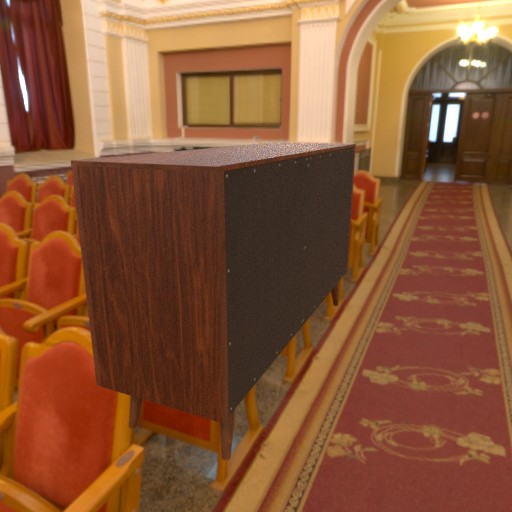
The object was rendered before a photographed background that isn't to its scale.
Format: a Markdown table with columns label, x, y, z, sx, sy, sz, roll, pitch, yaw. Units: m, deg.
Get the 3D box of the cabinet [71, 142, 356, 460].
| label | x | y | z | sx | sy | sz | roll | pitch | yaw |
| --- | --- | --- | --- | --- | --- | --- | --- | --- | --- |
| cabinet | 0.000 | 0.000 | 2.008 | 0.505 | 0.940 | 1.575 | 7 | 18 | 23 |
